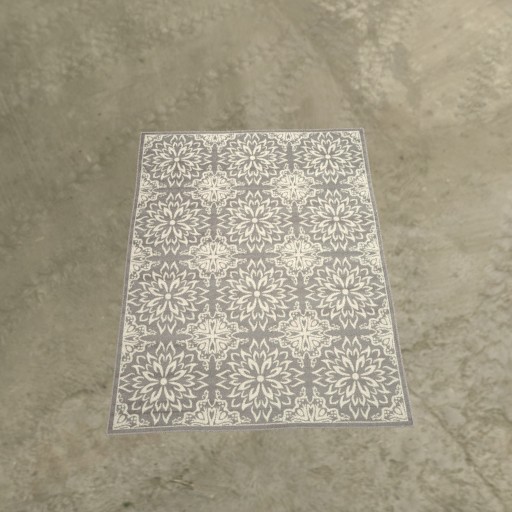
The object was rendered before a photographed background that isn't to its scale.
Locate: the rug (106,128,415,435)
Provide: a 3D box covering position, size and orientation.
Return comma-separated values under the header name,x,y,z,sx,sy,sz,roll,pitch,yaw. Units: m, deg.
name,x,y,z,sx,sy,sz,roll,pitch,yaw
rug,0.000,0.000,4.039,2.363,0.012,2.980,-1,64,-1
